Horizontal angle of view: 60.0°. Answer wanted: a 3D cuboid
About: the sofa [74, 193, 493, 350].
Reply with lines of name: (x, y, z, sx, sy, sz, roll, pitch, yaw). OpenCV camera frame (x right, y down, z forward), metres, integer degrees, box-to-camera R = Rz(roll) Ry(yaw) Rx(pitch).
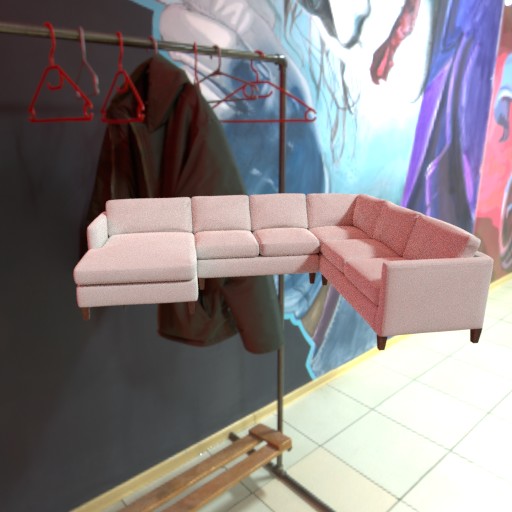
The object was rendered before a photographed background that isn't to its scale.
sofa: (0.000, 0.000, 4.504, 3.459, 0.956, 2.593, -2, 16, -8)
